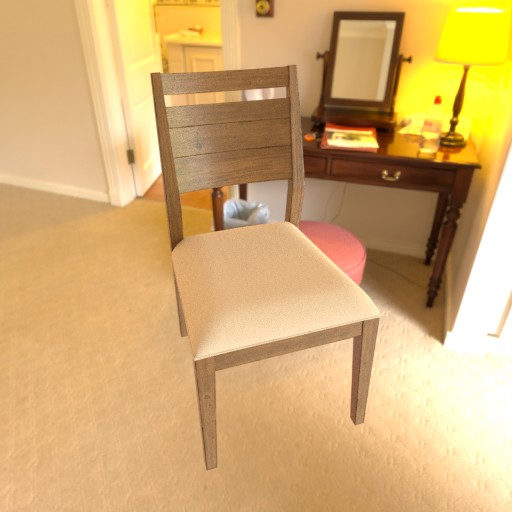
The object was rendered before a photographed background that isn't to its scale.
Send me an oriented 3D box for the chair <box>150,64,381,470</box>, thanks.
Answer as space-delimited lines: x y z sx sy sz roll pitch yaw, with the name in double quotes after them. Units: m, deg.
0.000 0.000 1.287 0.497 0.939 0.610 -10 33 -16 "chair"
